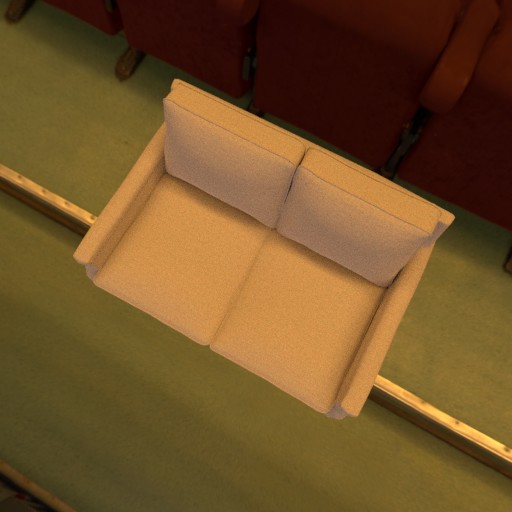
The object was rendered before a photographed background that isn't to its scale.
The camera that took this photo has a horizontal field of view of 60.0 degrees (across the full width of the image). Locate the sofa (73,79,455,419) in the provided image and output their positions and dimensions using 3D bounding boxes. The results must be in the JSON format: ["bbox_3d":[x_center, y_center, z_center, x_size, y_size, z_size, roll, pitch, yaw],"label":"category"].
[{"bbox_3d":[0.000,0.000,2.338,1.597,1.003,1.084,28,78,7],"label":"sofa"}]
